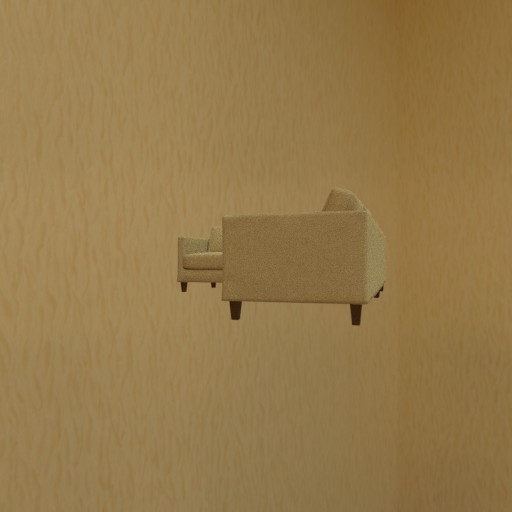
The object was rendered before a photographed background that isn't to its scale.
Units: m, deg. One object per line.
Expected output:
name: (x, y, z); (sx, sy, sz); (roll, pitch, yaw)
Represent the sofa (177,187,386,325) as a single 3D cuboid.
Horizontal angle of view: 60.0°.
sofa: (0.000, 0.000, 4.474); (2.432, 0.863, 3.182); (0, -1, 18)
